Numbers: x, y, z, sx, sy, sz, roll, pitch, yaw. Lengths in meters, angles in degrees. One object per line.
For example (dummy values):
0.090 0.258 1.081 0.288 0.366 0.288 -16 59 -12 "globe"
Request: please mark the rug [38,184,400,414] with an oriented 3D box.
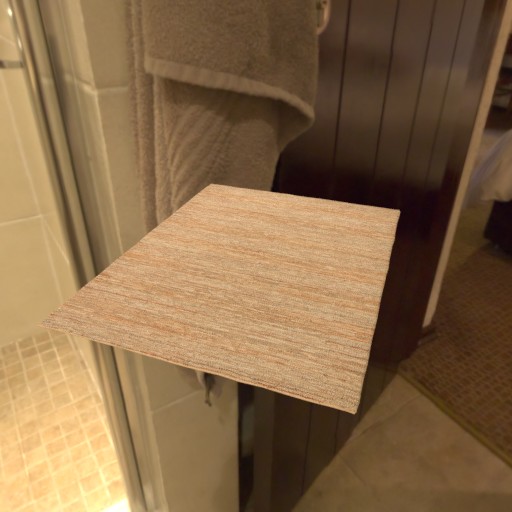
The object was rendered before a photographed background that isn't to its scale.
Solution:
0.000 0.000 4.037 2.313 0.009 2.939 11 32 17 "rug"
